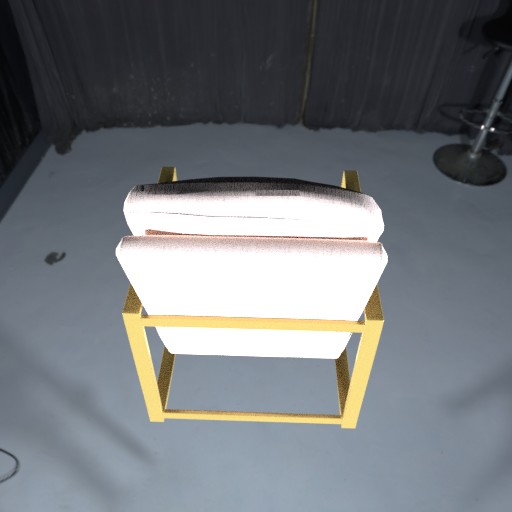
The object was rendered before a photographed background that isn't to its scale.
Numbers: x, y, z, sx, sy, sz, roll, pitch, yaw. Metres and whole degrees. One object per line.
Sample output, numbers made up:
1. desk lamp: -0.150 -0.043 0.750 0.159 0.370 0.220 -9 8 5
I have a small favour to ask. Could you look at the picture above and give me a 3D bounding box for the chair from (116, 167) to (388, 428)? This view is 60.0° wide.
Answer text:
1. chair: 0.000 0.000 1.556 0.758 0.956 0.813 2 47 1
